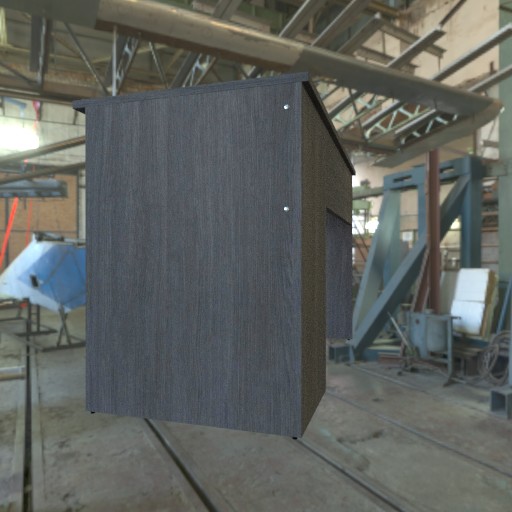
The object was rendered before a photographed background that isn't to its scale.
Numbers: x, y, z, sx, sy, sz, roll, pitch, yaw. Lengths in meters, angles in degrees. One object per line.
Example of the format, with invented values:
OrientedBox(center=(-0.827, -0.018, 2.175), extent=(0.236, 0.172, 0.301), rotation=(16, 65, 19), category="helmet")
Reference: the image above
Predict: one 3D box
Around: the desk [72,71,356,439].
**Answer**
OrientedBox(center=(0.000, 0.000, 1.478), extent=(0.560, 0.730, 1.096), rotation=(0, 0, 17), category="desk")
